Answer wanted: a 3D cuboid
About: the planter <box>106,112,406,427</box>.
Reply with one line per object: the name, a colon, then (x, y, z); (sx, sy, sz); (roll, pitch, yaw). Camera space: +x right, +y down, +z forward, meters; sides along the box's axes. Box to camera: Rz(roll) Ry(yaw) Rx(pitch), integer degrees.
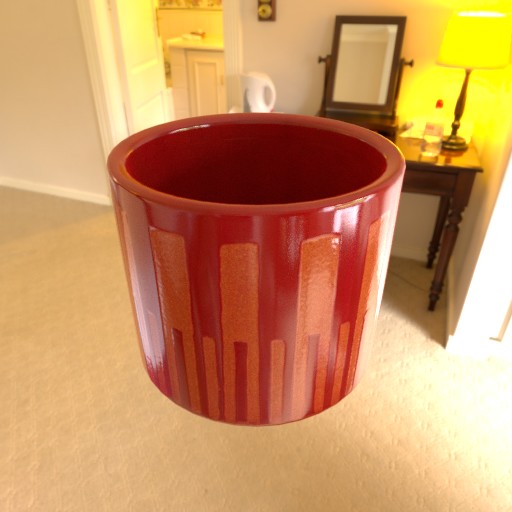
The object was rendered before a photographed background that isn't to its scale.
planter: (0.000, 0.000, 0.403); (0.230, 0.202, 0.230); (0, 32, 0)
